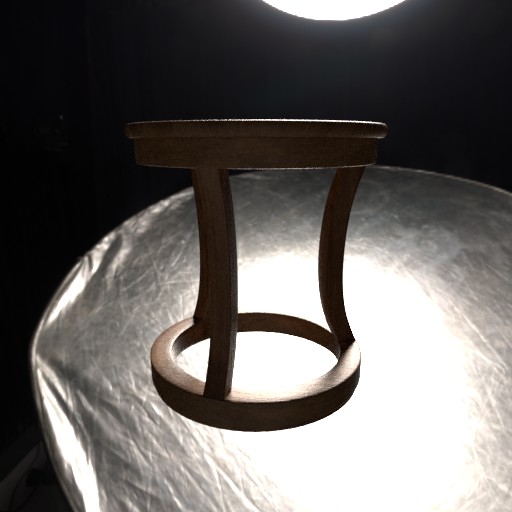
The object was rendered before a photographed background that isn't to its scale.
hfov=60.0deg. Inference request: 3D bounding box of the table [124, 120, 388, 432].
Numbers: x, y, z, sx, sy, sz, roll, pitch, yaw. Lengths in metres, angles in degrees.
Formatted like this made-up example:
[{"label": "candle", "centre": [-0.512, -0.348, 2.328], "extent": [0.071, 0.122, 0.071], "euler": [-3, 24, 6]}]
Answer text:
[{"label": "table", "centre": [0.000, 0.000, 0.812], "extent": [0.432, 0.460, 0.432], "euler": [0, 15, 0]}]
